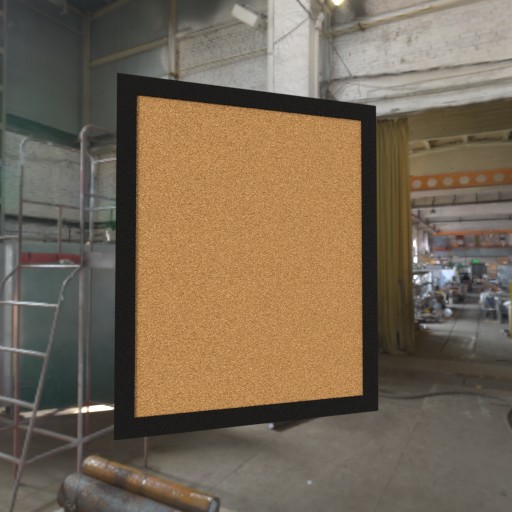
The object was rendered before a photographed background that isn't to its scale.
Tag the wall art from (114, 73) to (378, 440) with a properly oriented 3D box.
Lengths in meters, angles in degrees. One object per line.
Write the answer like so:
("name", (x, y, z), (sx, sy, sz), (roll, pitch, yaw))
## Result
("wall art", (0.000, 0.000, 0.756), (0.457, 0.559, 0.029), (1, -2, -18))
